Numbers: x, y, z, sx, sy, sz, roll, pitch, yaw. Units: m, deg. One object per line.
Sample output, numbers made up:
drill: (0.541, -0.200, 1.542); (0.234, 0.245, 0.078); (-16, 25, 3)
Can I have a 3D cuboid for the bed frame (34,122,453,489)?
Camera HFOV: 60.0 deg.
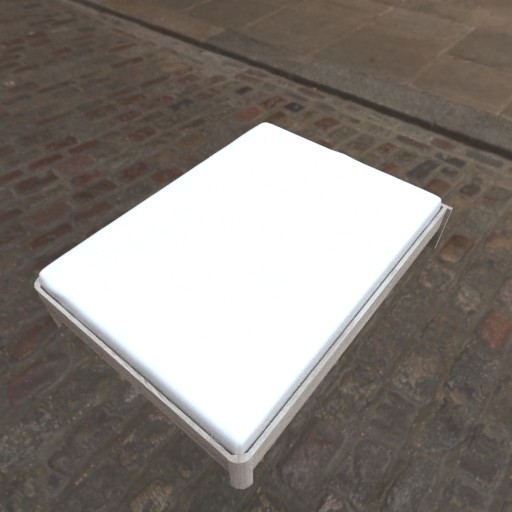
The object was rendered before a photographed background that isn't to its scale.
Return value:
bed frame: (0.000, 0.000, 2.583); (1.490, 0.462, 1.950); (31, 55, 25)
